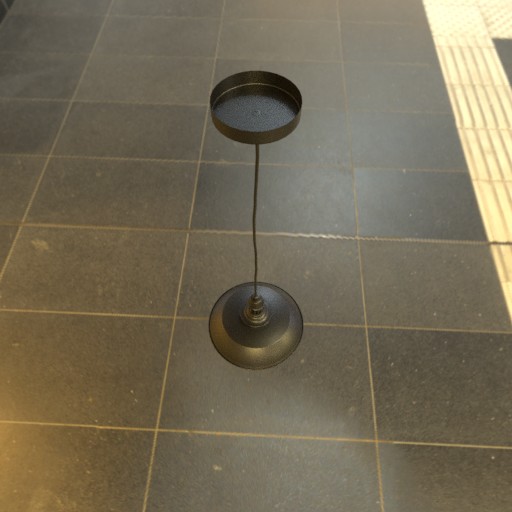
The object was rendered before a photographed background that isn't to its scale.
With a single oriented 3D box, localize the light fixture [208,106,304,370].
[{"bbox_3d":[0.000,0.000,1.168,0.331,0.993,0.331,-14,59,-9],"label":"light fixture"}]
